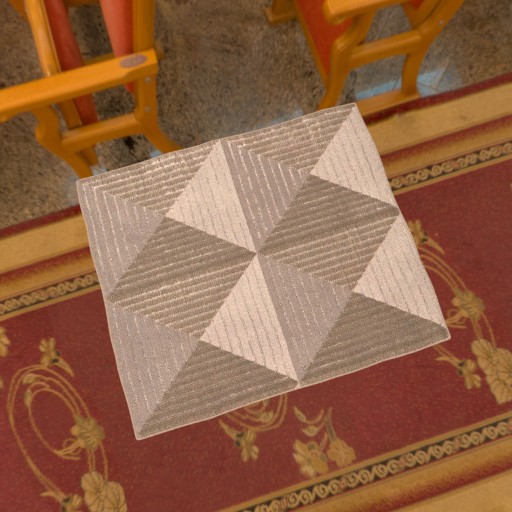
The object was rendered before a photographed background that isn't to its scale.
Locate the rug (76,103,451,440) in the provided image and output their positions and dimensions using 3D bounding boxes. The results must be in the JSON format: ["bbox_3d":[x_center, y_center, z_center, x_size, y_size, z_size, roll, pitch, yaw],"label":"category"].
[{"bbox_3d":[0.000,0.000,0.907,0.642,0.008,0.551,-17,77,-4],"label":"rug"}]
